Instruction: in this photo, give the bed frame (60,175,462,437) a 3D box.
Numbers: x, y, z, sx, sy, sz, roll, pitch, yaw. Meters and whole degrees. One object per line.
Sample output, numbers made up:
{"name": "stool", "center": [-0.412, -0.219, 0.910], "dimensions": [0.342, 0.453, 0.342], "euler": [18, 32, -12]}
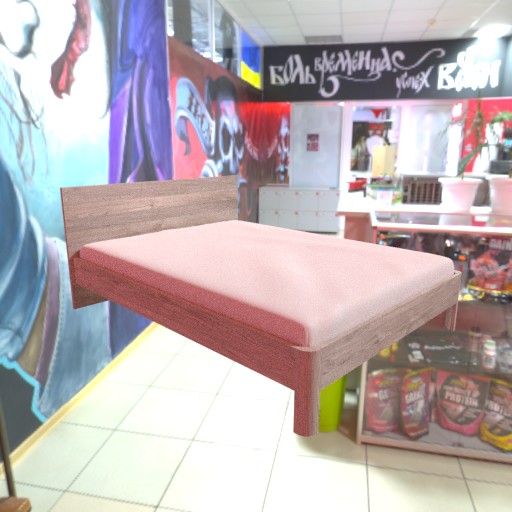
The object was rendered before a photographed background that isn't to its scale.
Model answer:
{"name": "bed frame", "center": [0.000, 0.000, 2.704], "dimensions": [1.950, 0.800, 1.490], "euler": [14, 20, 43]}
